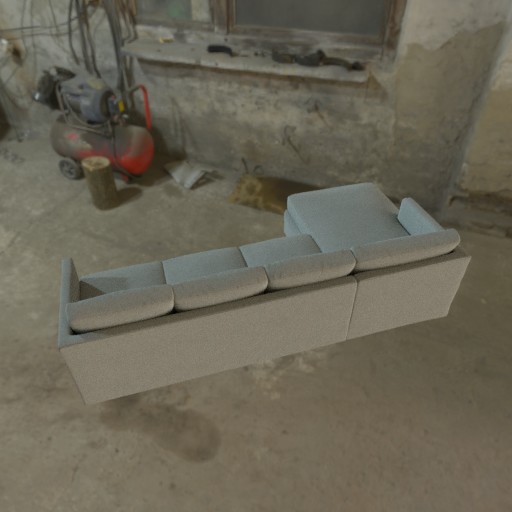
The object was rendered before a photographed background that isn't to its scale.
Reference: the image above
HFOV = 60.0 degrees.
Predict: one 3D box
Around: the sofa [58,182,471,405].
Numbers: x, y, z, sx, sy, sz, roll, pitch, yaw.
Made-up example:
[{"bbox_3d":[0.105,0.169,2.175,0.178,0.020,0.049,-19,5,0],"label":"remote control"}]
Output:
[{"bbox_3d":[0.000,0.000,3.996,3.205,0.922,1.650,-11,42,-13],"label":"sofa"}]
